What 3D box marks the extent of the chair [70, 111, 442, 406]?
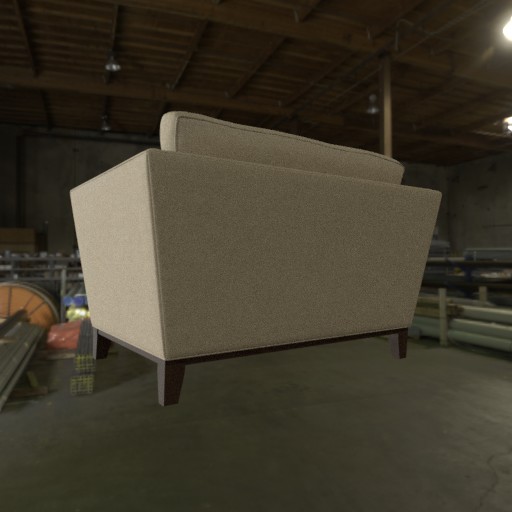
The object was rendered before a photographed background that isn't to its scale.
[{"bbox_3d":[0.000,0.000,2.008,1.397,0.940,0.965,0,0,-35],"label":"chair"}]
